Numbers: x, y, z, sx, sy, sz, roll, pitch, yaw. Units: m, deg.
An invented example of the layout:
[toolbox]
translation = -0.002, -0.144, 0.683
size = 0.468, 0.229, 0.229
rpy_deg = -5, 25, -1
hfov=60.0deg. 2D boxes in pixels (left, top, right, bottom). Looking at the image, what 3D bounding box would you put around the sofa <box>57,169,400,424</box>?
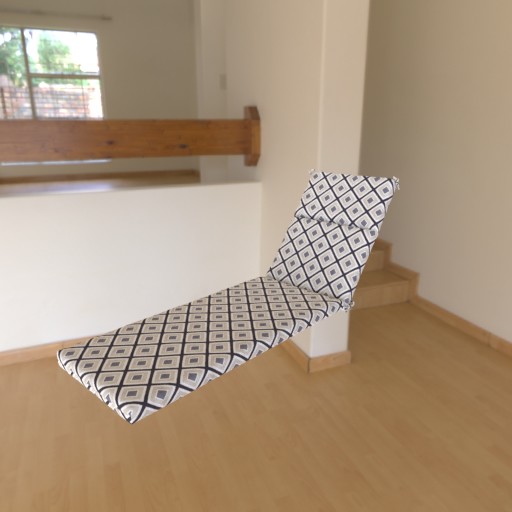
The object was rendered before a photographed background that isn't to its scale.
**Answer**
[sofa]
translation = 0.000, 0.000, 1.999
size = 0.582, 0.622, 1.663
rpy_deg = 15, 23, 41
